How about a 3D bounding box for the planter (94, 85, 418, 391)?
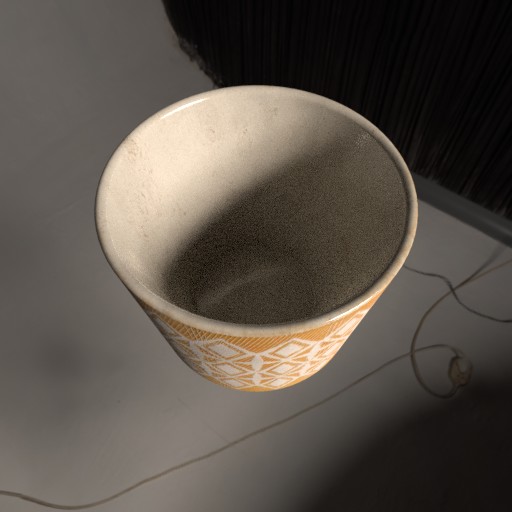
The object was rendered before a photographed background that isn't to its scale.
[{"bbox_3d":[0.000,0.000,0.220,0.126,0.104,0.126,0,58,0],"label":"planter"}]
